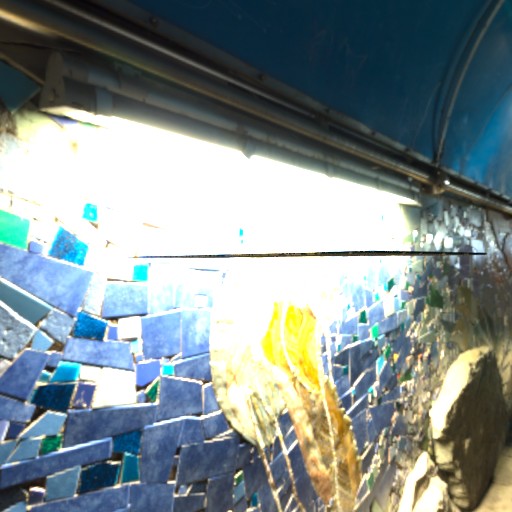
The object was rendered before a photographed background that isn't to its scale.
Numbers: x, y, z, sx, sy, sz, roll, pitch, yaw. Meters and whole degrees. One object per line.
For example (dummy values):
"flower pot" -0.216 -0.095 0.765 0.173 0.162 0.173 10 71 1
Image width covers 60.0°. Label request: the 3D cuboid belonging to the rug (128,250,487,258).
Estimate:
"rug" 0.000 0.000 2.709 0.750 0.011 2.435 1 -1 -35
